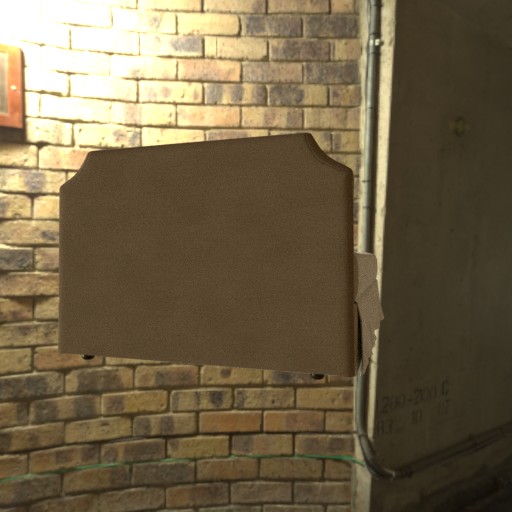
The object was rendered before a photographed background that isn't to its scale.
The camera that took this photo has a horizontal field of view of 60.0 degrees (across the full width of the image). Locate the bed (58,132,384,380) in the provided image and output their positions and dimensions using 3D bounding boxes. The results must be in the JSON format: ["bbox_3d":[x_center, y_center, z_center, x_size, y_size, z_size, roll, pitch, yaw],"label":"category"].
[{"bbox_3d":[0.000,0.000,3.672,1.977,1.293,2.498,0,0,18],"label":"bed"}]
